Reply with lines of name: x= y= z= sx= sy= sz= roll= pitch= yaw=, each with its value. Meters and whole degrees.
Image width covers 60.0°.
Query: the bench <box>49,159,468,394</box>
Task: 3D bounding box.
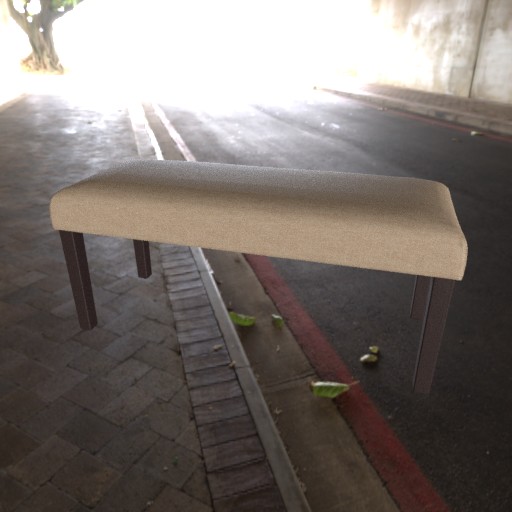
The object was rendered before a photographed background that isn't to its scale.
bench: x=0.000 y=0.000 z=1.266 sx=1.013 sy=0.456 sz=0.407 roll=7 pitch=26 yaw=15
